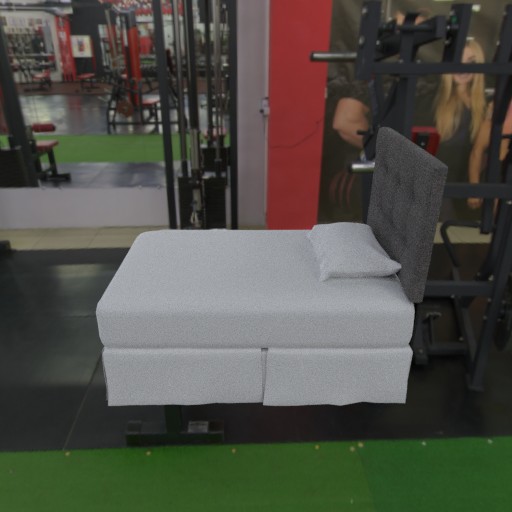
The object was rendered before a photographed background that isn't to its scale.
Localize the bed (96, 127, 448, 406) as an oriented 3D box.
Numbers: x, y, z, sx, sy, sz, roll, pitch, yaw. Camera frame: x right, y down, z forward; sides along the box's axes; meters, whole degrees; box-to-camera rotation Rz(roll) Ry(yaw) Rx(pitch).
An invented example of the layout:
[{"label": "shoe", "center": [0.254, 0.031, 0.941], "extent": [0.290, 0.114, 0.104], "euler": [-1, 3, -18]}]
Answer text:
[{"label": "bed", "center": [0.000, 0.000, 3.097], "extent": [1.997, 1.571, 1.261], "euler": [0, 26, 0]}]
